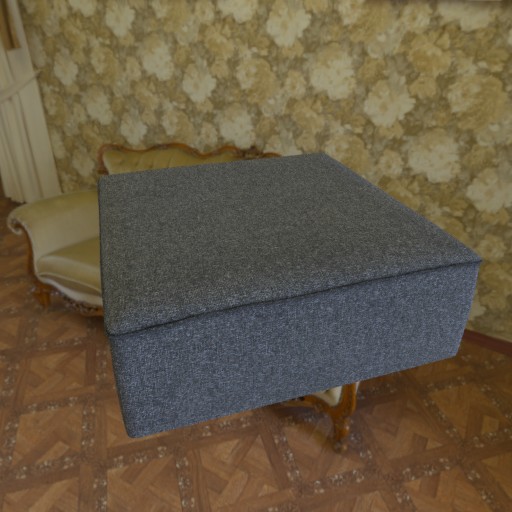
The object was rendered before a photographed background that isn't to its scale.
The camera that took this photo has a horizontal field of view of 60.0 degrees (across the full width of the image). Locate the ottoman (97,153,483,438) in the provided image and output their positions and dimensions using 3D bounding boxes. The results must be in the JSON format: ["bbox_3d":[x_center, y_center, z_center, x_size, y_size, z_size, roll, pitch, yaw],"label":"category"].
[{"bbox_3d":[0.000,0.000,1.561,1.017,0.423,1.021,-9,31,-15],"label":"ottoman"}]
